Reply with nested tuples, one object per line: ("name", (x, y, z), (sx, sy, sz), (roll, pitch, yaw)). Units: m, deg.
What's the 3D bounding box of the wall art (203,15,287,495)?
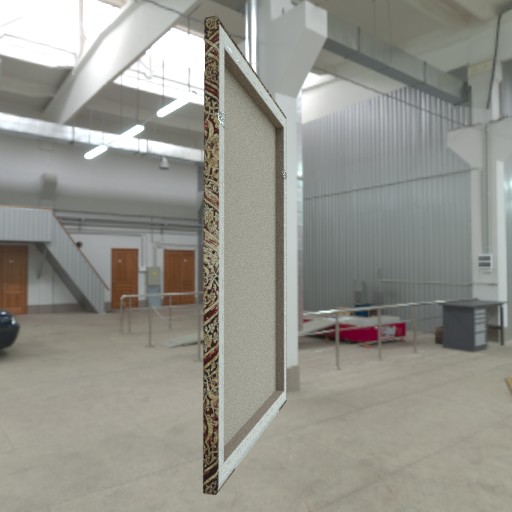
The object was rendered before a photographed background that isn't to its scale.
("wall art", (0.000, 0.000, 1.125), (0.030, 0.904, 0.599), (0, -1, 17))
